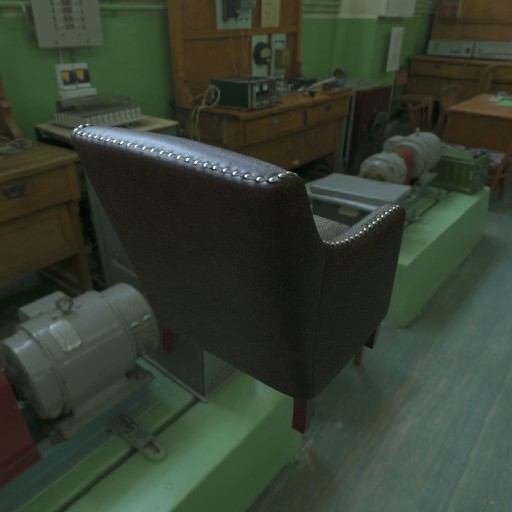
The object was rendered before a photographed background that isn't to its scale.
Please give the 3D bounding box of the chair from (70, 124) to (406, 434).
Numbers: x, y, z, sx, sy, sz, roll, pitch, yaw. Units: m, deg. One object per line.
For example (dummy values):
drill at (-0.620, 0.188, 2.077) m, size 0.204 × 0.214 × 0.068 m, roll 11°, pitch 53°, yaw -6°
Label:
chair at (0.000, 0.000, 1.317) m, size 0.639 × 0.813 × 0.704 m, roll 21°, pitch 35°, yaw 32°
